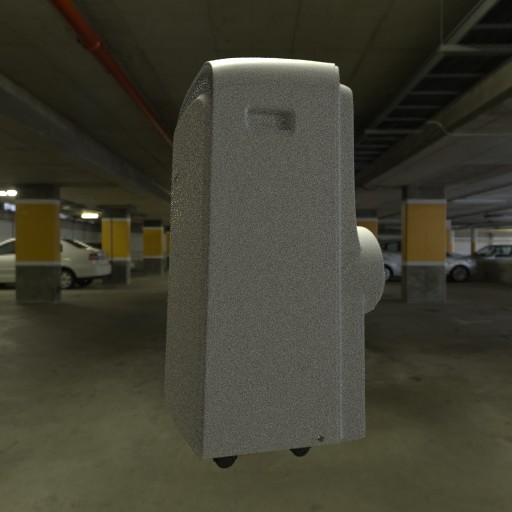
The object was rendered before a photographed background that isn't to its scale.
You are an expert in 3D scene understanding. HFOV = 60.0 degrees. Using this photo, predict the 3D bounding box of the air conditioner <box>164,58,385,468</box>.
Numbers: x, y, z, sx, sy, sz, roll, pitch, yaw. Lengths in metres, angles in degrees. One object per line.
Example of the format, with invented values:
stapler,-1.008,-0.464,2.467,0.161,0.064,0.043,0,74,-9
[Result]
air conditioner,0.000,0.000,0.934,0.365,0.700,0.454,0,1,-18
